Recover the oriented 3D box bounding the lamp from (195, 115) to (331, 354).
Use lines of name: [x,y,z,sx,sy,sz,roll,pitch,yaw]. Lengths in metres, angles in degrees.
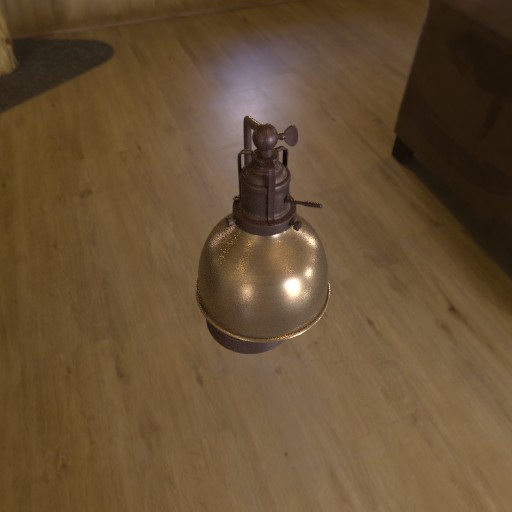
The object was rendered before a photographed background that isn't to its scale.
lamp: [0.000,0.000,0.611,0.175,0.469,0.298,-4,48,-4]
